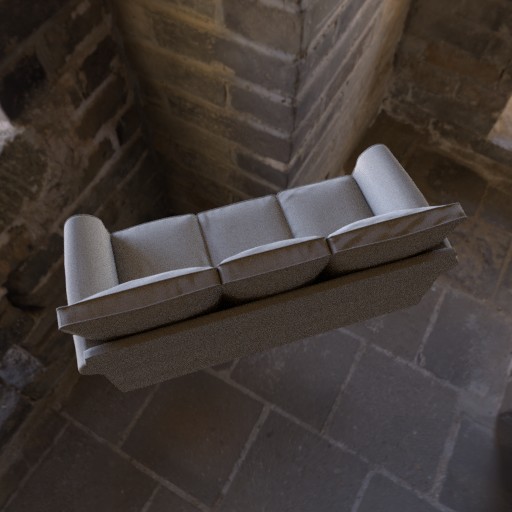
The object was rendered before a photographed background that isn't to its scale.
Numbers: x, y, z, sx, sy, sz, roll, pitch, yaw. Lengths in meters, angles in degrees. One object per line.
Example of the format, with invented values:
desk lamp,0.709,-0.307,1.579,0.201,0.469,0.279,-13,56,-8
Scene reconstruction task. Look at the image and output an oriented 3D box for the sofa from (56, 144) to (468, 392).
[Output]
sofa,0.000,0.000,2.626,2.084,0.961,0.916,-15,60,-9
